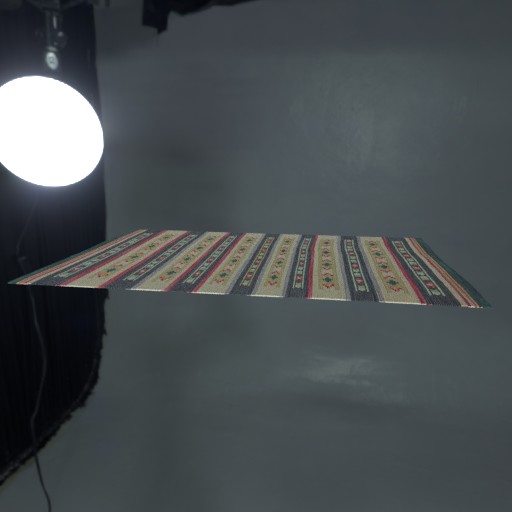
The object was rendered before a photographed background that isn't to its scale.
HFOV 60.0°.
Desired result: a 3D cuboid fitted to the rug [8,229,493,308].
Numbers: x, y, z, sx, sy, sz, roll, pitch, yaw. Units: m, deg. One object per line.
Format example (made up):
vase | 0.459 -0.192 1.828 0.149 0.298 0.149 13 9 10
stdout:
rug | 0.000 0.000 2.800 2.311 0.010 1.522 2 14 9
